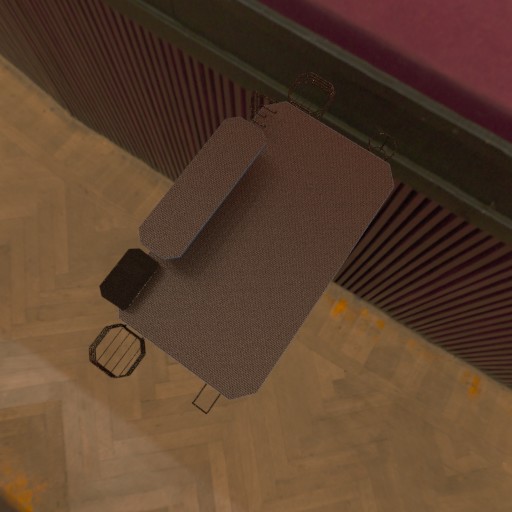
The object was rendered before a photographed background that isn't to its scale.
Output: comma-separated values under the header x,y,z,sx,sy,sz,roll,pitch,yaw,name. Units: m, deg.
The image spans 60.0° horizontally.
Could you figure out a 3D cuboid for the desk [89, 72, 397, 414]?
x,y,z,sx,sy,sz,roll,pitch,yaw,name
0.000,0.000,1.795,0.594,0.909,1.295,34,78,8,desk
